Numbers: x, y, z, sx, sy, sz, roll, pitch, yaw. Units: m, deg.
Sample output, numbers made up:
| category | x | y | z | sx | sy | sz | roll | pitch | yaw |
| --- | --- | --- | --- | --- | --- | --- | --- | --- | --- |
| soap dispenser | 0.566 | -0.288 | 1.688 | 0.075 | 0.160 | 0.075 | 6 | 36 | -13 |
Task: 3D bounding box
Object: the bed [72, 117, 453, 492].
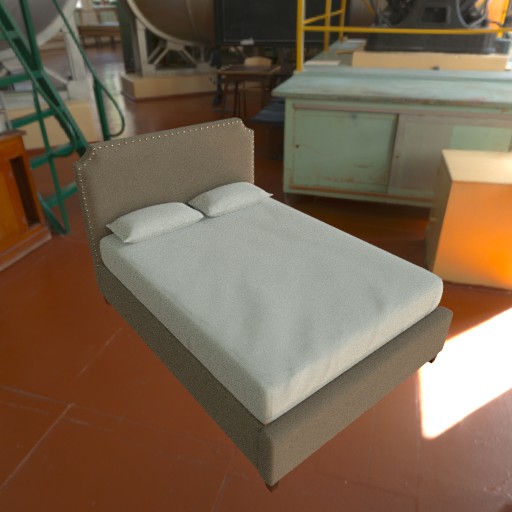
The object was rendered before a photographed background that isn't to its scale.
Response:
| category | x | y | z | sx | sy | sz | roll | pitch | yaw |
| --- | --- | --- | --- | --- | --- | --- | --- | --- | --- |
| bed | 0.000 | 0.000 | 3.298 | 1.703 | 1.415 | 2.329 | -22 | 37 | -33 |
